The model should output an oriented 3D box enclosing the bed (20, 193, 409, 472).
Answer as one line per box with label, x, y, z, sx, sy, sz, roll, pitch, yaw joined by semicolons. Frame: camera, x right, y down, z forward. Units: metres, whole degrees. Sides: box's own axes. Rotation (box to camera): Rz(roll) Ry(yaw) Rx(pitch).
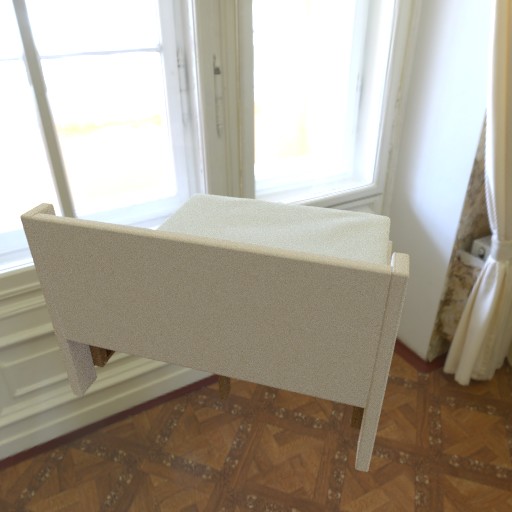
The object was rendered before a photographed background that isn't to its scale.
bed;0.000;0.000;3.570;2.145;1.471;2.293;9;32;14
